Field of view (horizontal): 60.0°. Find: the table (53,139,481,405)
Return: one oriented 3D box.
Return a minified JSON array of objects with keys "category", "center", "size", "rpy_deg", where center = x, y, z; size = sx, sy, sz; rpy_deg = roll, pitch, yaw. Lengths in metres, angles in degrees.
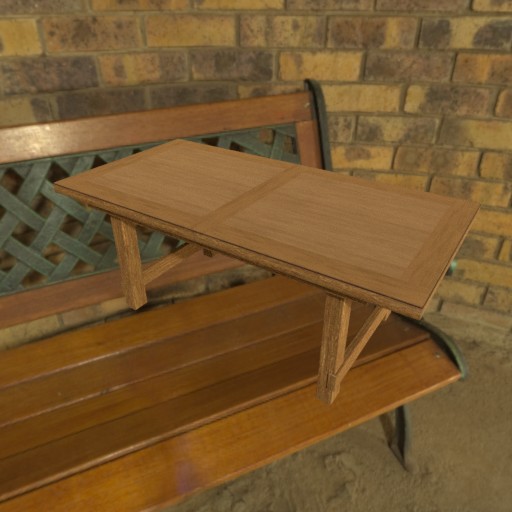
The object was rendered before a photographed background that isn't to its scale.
[{"category":"table","center":[0.000,0.000,2.477],"size":[1.982,0.762,1.000],"rpy_deg":[19,36,28]}]
